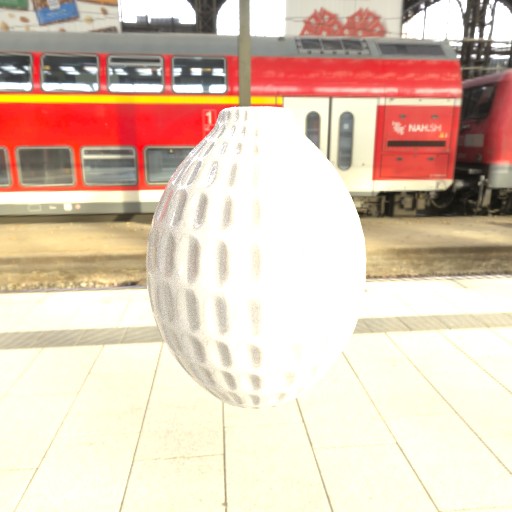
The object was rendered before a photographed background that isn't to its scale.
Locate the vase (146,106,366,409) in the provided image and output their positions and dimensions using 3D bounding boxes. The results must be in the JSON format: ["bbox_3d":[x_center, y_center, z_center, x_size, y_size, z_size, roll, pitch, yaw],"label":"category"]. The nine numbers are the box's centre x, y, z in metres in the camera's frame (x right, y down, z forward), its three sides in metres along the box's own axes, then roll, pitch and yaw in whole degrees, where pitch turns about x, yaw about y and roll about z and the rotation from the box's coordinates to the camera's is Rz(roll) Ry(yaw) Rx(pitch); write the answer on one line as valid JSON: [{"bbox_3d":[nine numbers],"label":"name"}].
[{"bbox_3d":[0.000,0.000,0.264,0.128,0.167,0.128,0,15,0],"label":"vase"}]
